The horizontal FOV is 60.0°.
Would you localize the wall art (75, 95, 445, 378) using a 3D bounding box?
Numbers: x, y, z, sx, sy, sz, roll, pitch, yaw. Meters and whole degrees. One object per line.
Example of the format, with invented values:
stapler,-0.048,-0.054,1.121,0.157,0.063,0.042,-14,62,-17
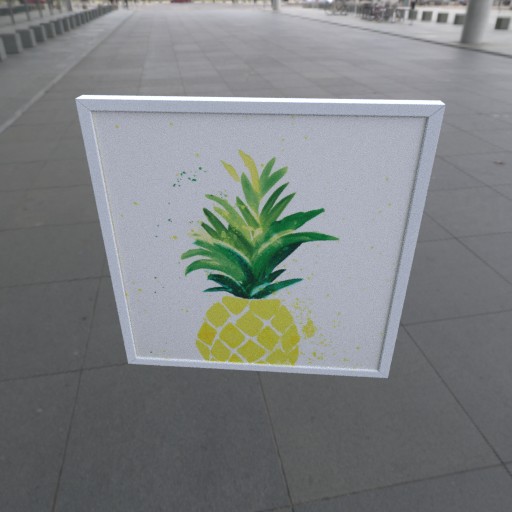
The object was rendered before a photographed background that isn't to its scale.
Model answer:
wall art,0.000,0.000,1.122,0.763,0.761,0.038,2,31,4
